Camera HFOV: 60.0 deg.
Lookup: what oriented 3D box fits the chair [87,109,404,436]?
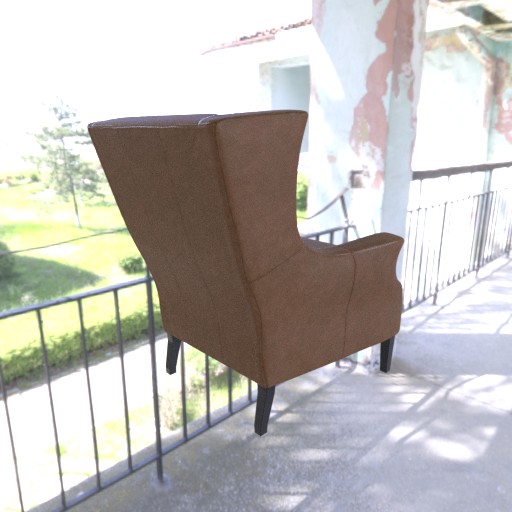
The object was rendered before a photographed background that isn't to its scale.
[{"bbox_3d":[0.000,0.000,1.667,0.925,1.016,0.852,-15,22,-42],"label":"chair"}]
